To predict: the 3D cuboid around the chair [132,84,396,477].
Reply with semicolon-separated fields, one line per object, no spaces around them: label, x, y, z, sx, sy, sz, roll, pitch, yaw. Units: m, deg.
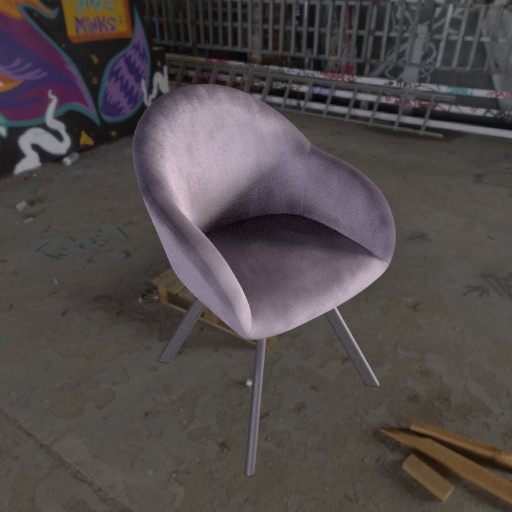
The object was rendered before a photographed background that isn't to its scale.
chair;0.000;0.000;1.192;0.550;0.795;0.590;-21;37;-31
